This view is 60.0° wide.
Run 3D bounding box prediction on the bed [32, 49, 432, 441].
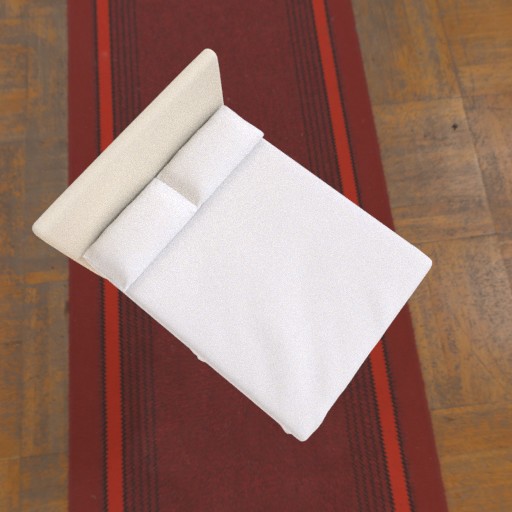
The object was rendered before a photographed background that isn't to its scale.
[{"bbox_3d":[0.000,0.000,3.257,2.147,1.330,1.714,38,78,9],"label":"bed"}]
